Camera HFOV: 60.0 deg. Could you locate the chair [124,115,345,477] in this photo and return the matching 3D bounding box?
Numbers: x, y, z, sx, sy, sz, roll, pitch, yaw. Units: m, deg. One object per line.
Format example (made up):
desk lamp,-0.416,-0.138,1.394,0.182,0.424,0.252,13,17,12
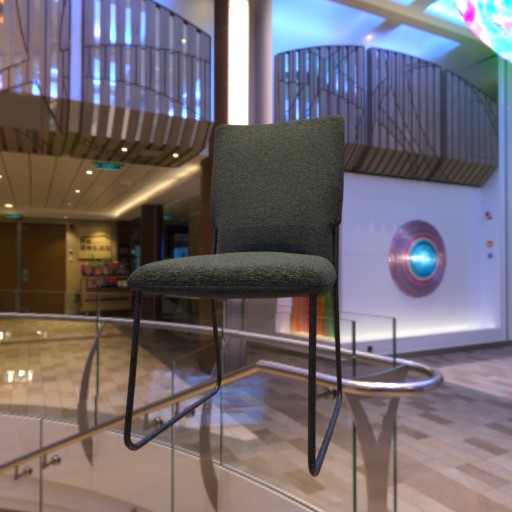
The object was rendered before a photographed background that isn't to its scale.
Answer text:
chair,0.000,0.000,1.256,0.480,0.931,0.635,0,-1,17
